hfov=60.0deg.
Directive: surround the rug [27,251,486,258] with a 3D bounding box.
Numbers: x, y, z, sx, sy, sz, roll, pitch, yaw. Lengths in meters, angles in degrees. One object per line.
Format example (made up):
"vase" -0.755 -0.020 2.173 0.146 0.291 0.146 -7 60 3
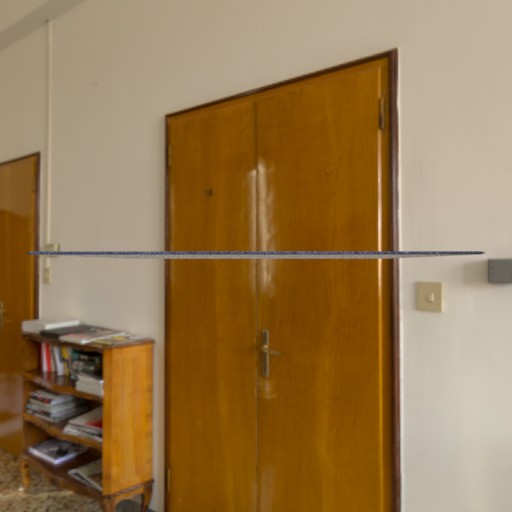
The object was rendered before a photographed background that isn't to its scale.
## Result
"rug" 0.000 0.000 4.274 3.245 0.024 2.385 0 -1 1
